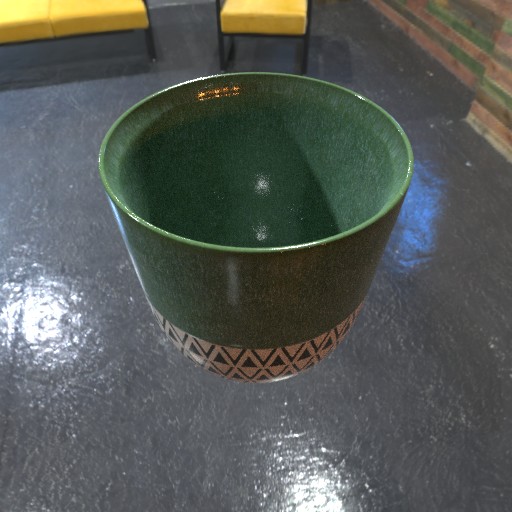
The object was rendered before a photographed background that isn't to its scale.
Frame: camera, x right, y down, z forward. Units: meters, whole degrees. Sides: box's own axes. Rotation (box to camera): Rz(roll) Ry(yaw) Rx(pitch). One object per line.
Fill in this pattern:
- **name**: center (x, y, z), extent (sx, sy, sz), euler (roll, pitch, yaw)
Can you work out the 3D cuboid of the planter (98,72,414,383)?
- **planter**: center (0.000, 0.000, 0.358), extent (0.195, 0.214, 0.195), euler (0, 47, 0)
